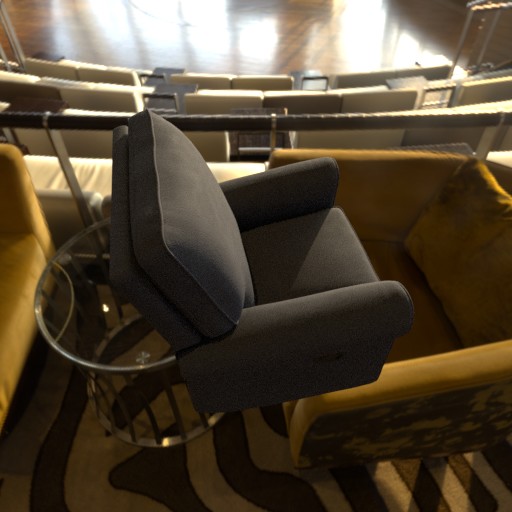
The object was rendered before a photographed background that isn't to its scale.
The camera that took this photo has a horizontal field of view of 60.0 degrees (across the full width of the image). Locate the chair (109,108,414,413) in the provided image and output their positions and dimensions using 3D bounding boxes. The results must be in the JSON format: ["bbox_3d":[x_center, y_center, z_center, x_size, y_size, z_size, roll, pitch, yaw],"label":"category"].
[{"bbox_3d":[0.000,0.000,1.656,0.878,0.961,0.890,-9,48,-8],"label":"chair"}]
